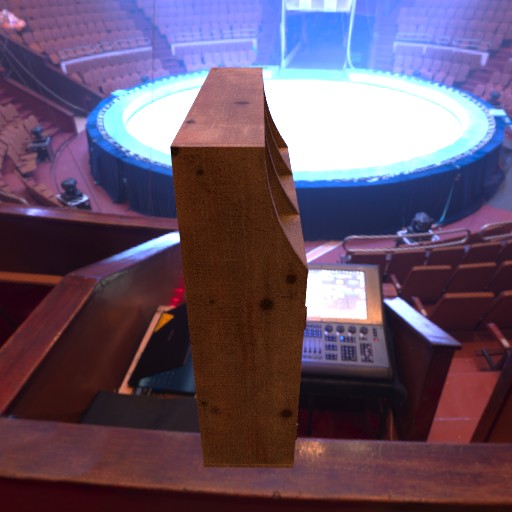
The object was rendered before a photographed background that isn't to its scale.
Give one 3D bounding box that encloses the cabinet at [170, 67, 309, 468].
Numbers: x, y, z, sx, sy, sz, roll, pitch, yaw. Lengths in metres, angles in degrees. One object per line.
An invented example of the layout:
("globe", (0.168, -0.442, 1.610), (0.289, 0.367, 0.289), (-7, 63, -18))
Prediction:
("cabinet", (0.000, 0.000, 0.844), (0.184, 0.590, 0.489), (0, 32, 0))
